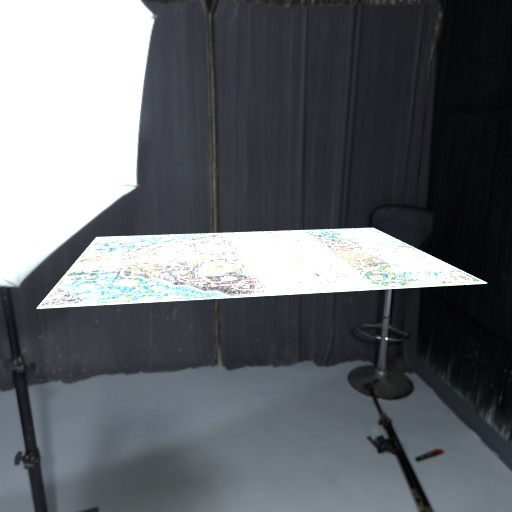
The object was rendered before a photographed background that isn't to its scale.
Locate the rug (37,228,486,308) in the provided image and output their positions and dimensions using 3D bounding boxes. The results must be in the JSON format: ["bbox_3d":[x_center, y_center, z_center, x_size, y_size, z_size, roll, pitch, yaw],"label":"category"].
[{"bbox_3d":[0.000,0.000,2.991,2.363,0.004,1.566,-2,15,-8],"label":"rug"}]
